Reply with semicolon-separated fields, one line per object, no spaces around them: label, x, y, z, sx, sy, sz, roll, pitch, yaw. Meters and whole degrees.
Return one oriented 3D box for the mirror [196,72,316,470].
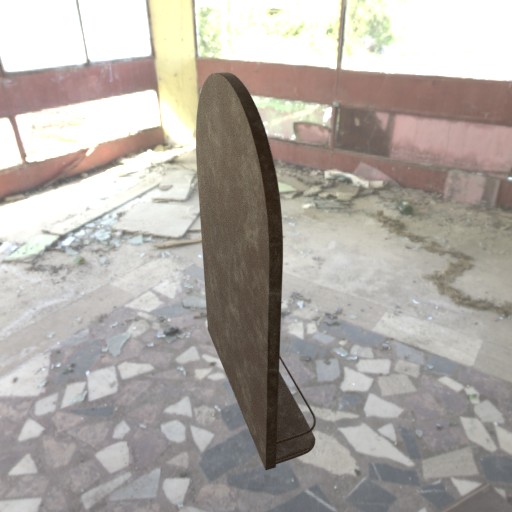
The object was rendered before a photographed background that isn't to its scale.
mirror;0.000;0.000;0.998;0.137;0.770;0.510;-10;31;-17
